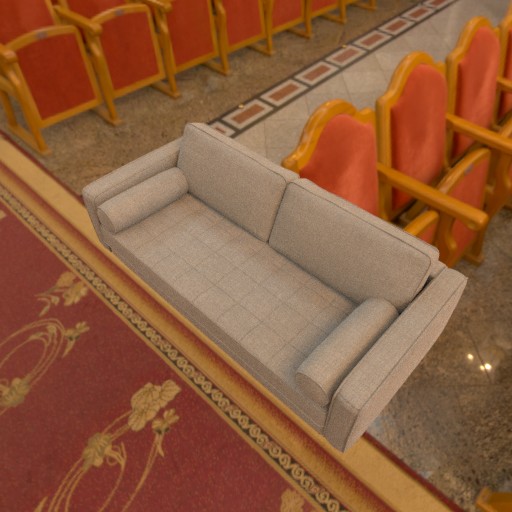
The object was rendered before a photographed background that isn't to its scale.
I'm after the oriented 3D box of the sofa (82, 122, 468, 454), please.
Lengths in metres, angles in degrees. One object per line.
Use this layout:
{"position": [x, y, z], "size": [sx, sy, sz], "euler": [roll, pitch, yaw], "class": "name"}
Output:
{"position": [0.000, 0.000, 2.367], "size": [1.879, 0.762, 0.914], "euler": [35, 56, 28], "class": "sofa"}
